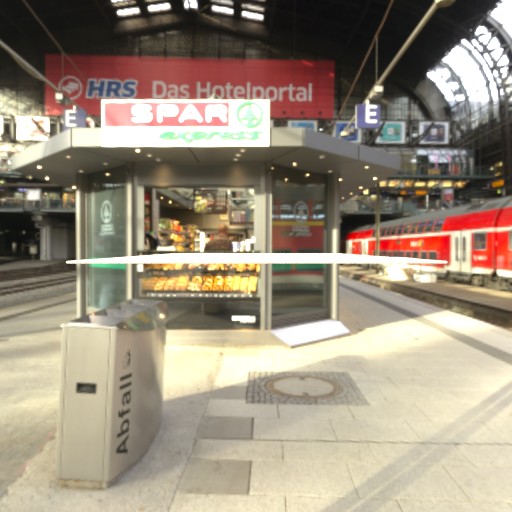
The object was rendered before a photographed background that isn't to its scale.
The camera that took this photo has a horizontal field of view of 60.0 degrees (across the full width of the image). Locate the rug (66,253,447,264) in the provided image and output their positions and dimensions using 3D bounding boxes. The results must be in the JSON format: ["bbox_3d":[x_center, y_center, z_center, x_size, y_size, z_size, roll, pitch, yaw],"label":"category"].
[{"bbox_3d":[0.000,0.000,2.336,1.232,0.015,1.825,0,1,0],"label":"rug"}]
